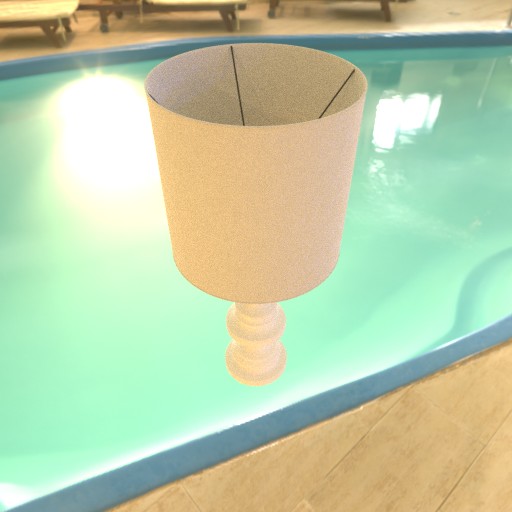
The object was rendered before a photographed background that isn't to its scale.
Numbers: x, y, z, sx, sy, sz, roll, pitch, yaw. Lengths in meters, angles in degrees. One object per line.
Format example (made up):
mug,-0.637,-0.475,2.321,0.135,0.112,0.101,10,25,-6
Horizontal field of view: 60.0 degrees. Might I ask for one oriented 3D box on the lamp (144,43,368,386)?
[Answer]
lamp,0.000,0.000,0.572,0.208,0.455,0.208,-26,48,-26
